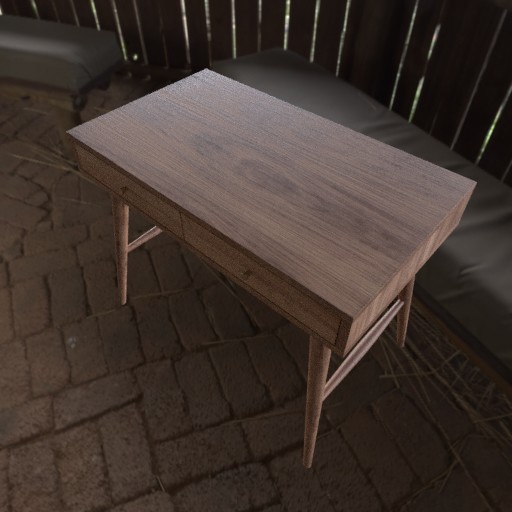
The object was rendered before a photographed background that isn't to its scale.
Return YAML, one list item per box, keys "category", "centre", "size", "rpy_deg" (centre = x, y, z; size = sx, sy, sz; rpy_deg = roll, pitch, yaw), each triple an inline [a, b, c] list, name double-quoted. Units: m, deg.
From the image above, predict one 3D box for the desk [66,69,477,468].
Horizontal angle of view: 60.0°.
- category: "desk"
  centre: [0.000, 0.000, 1.430]
  size: [0.949, 0.758, 0.588]
  rpy_deg: [33, 55, 27]
